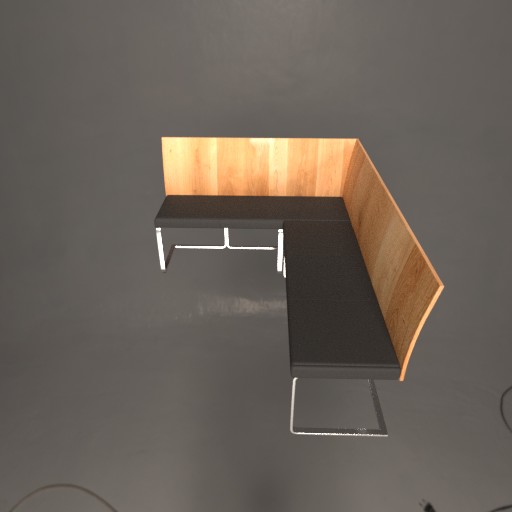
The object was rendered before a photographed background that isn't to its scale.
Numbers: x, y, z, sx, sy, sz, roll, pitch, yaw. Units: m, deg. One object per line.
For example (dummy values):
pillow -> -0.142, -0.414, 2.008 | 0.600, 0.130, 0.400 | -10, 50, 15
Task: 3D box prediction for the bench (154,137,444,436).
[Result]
bench -> 0.000, 0.000, 2.784 | 1.495, 0.930, 1.945 | 1, 31, 1
